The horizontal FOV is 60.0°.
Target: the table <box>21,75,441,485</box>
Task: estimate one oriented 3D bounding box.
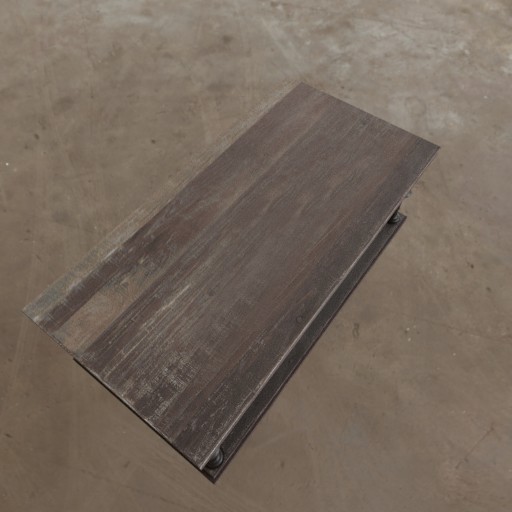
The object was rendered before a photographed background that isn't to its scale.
[{"bbox_3d":[0.000,0.000,1.334,0.554,0.373,1.088,33,64,19],"label":"table"}]
